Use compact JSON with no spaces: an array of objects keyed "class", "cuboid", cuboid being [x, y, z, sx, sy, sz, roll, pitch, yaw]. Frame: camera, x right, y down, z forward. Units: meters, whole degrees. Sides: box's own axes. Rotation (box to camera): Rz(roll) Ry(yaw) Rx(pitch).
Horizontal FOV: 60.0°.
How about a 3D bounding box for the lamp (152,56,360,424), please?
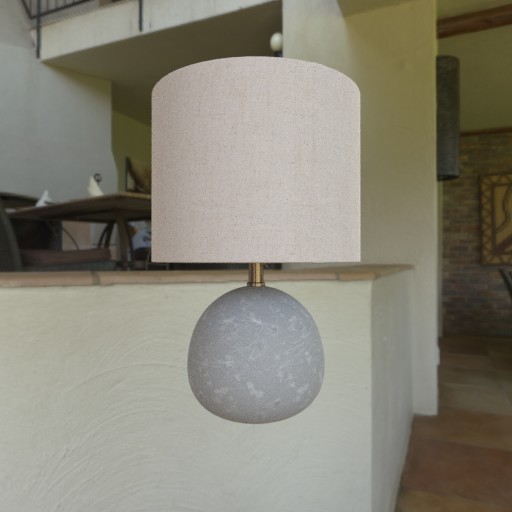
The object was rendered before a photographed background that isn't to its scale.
[{"class":"lamp","cuboid":[0.000,0.000,0.587,0.269,0.409,0.269,0,0,-18]}]
